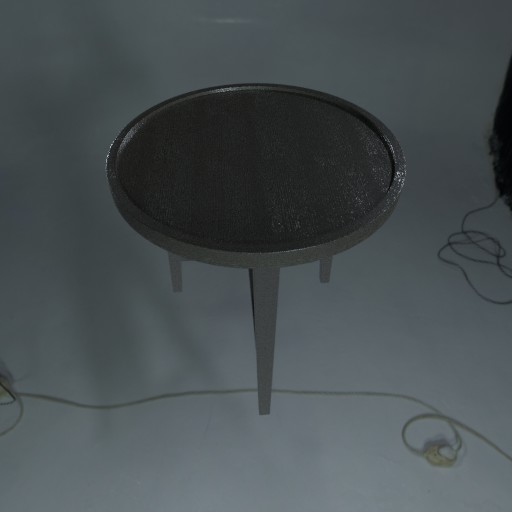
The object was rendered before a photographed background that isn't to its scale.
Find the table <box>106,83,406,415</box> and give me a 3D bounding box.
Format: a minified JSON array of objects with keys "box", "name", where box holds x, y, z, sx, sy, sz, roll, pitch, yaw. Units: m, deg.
[{"box":[0.000,0.000,0.949,0.500,0.531,0.500,0,46,0],"name":"table"}]
